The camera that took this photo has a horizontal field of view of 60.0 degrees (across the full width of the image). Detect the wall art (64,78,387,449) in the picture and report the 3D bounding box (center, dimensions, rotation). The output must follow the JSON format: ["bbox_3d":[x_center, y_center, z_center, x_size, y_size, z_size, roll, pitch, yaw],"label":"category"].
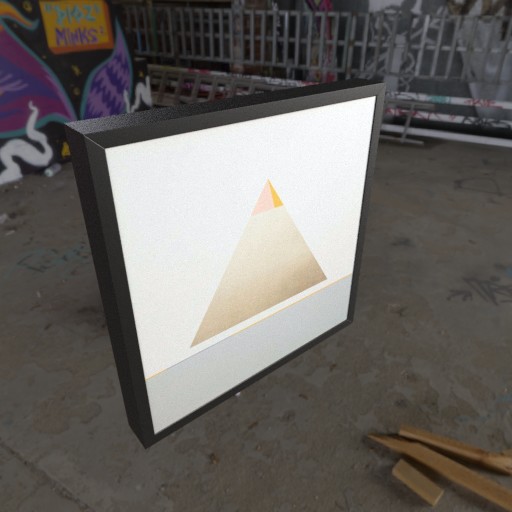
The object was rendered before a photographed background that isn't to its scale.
[{"bbox_3d":[0.000,0.000,0.445,0.304,0.303,0.037,-22,37,-33],"label":"wall art"}]
